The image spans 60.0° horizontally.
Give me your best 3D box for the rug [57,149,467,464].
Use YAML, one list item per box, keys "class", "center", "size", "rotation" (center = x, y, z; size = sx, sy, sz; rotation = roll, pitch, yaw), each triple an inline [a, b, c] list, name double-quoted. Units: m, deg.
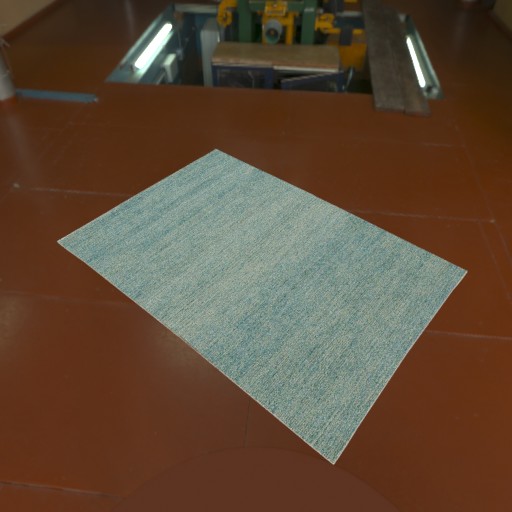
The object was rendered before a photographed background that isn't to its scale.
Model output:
- class: "rug"
  center: [0.000, 0.000, 2.992]
  size: [2.305, 0.029, 1.593]
  rotation: [31, 53, 27]
